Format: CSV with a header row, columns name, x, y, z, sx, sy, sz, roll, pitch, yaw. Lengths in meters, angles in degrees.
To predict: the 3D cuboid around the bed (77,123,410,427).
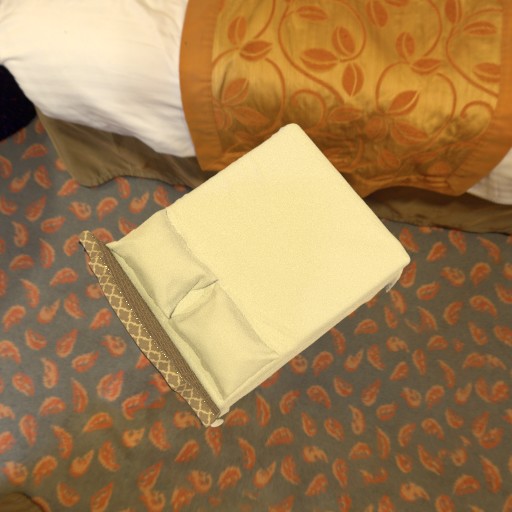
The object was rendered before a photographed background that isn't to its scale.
name,x,y,z,sx,sy,sz,roll,pitch,yaw
bed,0.000,0.000,3.500,2.222,1.633,1.780,-36,79,-8
